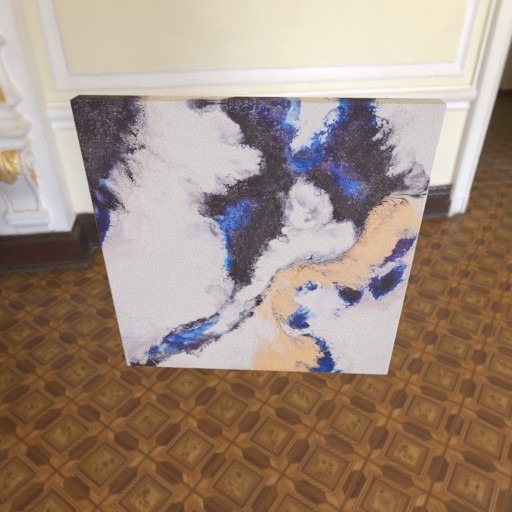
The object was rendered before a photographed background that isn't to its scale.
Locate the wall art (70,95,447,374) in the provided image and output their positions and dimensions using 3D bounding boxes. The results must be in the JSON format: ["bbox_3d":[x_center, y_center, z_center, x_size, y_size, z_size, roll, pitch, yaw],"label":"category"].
[{"bbox_3d":[0.000,0.000,0.889,0.609,0.609,0.039,1,32,2],"label":"wall art"}]
